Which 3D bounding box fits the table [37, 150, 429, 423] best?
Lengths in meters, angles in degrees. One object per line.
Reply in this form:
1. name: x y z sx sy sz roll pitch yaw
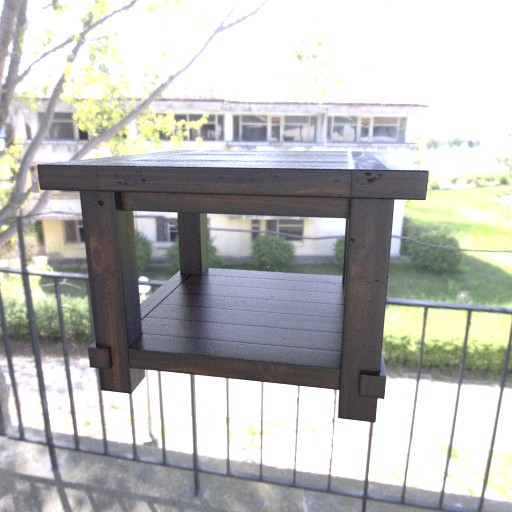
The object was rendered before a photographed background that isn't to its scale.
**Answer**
1. table: 0.000 0.000 0.994 0.593 0.437 0.606 3 16 11
